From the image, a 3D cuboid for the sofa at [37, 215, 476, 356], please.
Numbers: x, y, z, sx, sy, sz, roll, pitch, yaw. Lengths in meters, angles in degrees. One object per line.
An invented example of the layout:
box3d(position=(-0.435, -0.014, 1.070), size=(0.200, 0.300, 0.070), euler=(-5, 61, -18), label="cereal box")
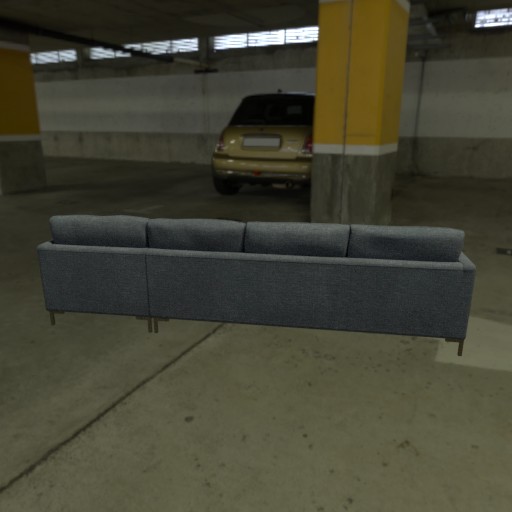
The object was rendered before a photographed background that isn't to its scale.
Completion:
box3d(position=(0.000, 0.000, 3.536), size=(2.932, 0.810, 1.350), euler=(3, 17, 9), label="sofa")
